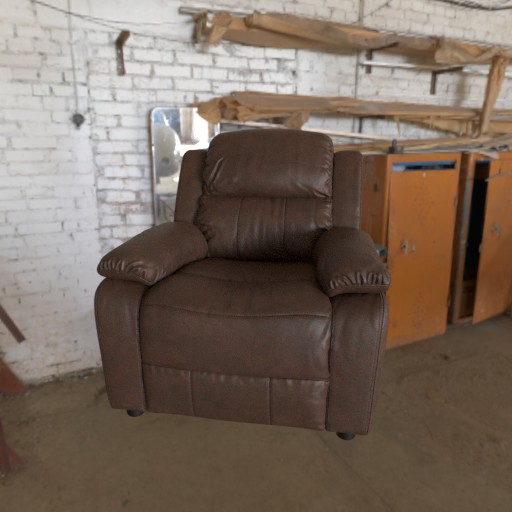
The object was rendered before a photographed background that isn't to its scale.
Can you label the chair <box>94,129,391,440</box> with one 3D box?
[{"bbox_3d":[0.000,0.000,1.259,0.680,0.702,0.707,3,15,9],"label":"chair"}]
